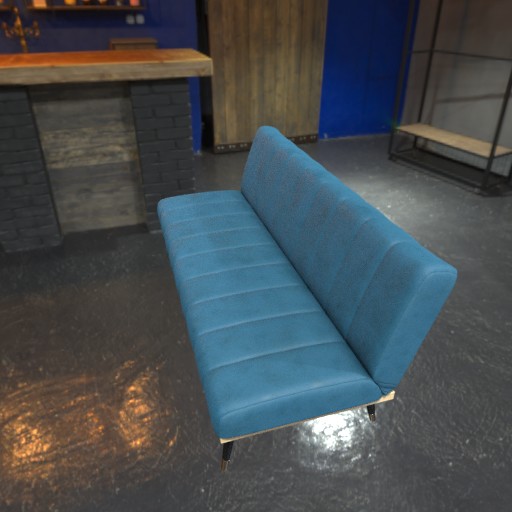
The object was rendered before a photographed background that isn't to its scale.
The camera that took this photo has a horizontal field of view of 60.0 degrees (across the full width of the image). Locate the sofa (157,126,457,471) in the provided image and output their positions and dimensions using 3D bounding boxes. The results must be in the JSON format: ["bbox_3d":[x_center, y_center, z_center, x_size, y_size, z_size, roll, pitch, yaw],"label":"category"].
[{"bbox_3d":[0.000,0.000,2.252,0.830,0.825,1.810,-9,32,-14],"label":"sofa"}]
